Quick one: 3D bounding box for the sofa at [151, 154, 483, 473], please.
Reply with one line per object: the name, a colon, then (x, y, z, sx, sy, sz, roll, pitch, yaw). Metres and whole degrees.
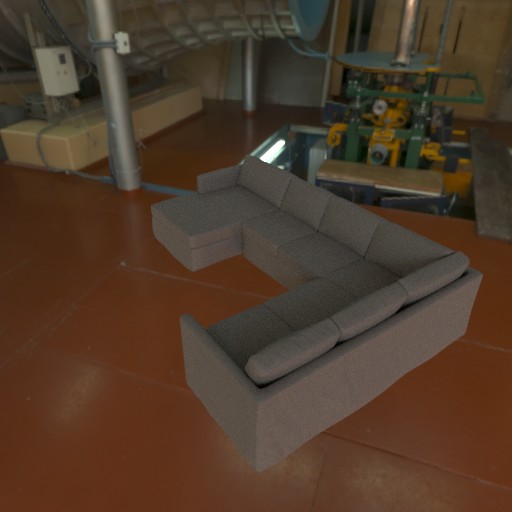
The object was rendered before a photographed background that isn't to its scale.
sofa: (0.000, 0.000, 4.571, 2.476, 0.878, 3.528, -21, 37, -30)
